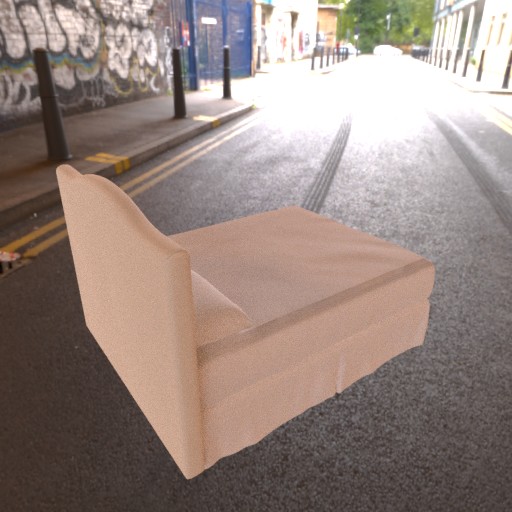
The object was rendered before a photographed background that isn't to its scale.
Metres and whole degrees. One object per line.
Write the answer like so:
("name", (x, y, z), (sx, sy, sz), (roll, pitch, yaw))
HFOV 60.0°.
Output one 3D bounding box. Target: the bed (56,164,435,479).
("bed", (0.000, 0.000, 3.213), (2.143, 1.460, 1.753), (-17, 30, -32))
